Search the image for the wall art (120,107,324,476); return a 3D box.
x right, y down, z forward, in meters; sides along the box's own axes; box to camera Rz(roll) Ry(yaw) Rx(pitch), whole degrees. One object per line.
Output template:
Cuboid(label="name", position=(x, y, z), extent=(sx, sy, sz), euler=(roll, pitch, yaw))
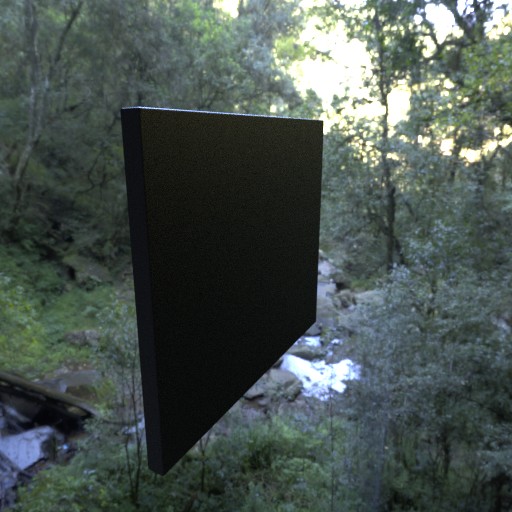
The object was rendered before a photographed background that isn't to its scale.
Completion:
Cuboid(label="wall art", position=(0.000, 0.000, 0.757), extent=(0.031, 0.457, 0.558), euler=(8, 18, 27))
